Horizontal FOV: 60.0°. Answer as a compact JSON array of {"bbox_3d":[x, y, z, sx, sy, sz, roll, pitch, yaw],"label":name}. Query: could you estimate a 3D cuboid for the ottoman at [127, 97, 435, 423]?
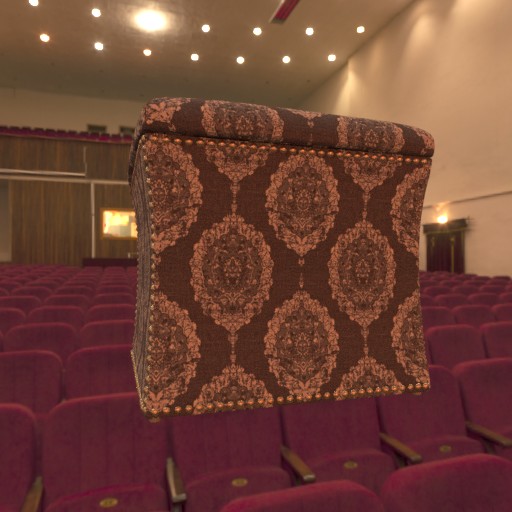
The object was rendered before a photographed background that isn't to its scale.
[{"bbox_3d":[0.000,0.000,0.895,0.497,0.475,0.507,0,-1,-17],"label":"ottoman"}]
